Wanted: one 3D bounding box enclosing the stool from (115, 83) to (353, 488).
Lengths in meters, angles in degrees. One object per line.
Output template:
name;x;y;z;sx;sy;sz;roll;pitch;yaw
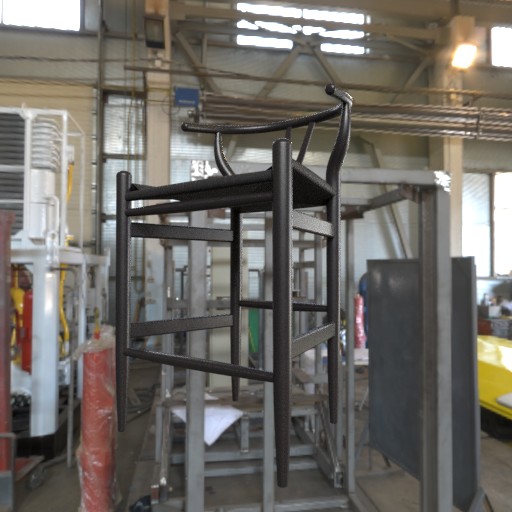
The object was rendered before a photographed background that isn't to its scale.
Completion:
stool;0.000;0.000;1.302;0.569;0.970;0.579;-1;-2;36
